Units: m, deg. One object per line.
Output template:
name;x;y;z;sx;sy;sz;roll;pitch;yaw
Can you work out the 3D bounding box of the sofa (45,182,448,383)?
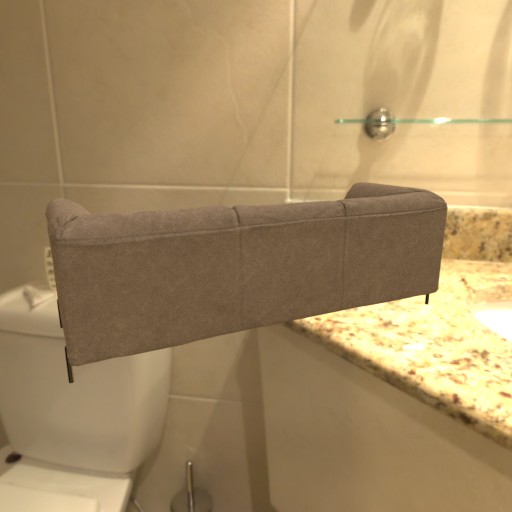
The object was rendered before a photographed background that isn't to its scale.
sofa;0.000;0.000;2.669;2.238;0.758;0.899;-7;16;-26
